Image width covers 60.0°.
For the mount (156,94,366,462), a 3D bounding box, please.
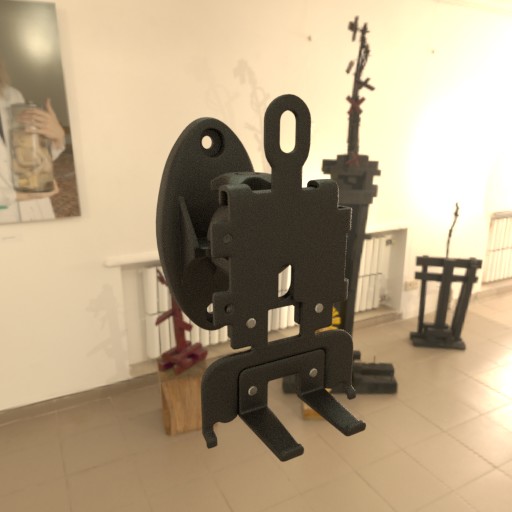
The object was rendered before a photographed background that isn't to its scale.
[{"bbox_3d":[0.000,0.000,0.176,0.066,0.118,0.100,-8,18,-27],"label":"mount"}]
